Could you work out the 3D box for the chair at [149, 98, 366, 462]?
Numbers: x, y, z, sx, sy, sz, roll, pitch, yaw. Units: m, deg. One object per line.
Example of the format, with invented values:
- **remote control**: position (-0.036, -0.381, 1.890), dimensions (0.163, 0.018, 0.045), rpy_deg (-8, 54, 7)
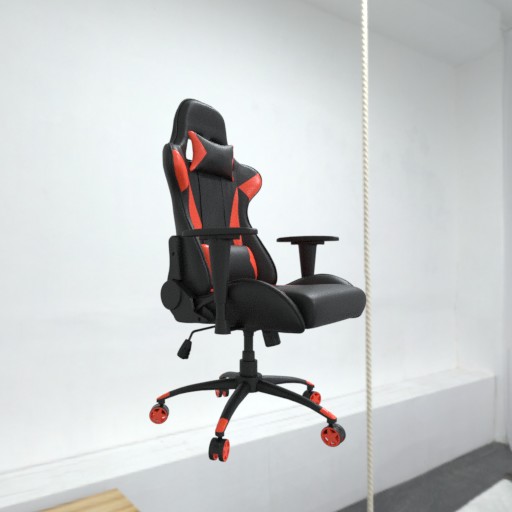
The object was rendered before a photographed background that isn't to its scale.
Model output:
- **chair**: position (0.000, 0.000, 1.689), dimensions (0.730, 1.282, 0.695), rpy_deg (0, 0, 35)
